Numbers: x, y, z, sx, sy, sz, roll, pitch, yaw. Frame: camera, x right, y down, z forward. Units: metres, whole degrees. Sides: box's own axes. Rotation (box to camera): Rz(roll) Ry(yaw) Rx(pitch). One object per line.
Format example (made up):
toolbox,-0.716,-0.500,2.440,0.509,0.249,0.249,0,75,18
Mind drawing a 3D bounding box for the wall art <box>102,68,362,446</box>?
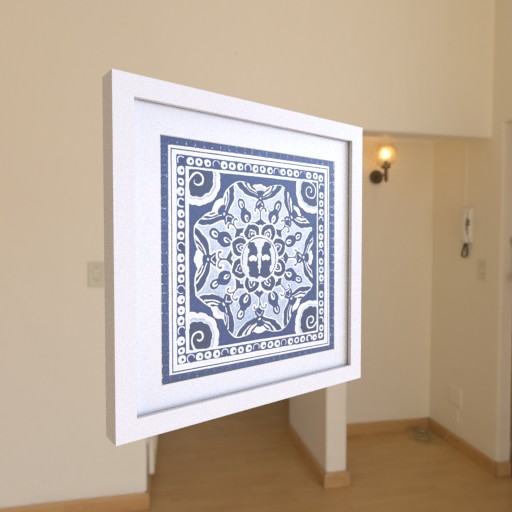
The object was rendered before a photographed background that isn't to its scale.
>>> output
wall art,0.000,0.000,0.533,0.355,0.355,0.027,-1,2,-37
